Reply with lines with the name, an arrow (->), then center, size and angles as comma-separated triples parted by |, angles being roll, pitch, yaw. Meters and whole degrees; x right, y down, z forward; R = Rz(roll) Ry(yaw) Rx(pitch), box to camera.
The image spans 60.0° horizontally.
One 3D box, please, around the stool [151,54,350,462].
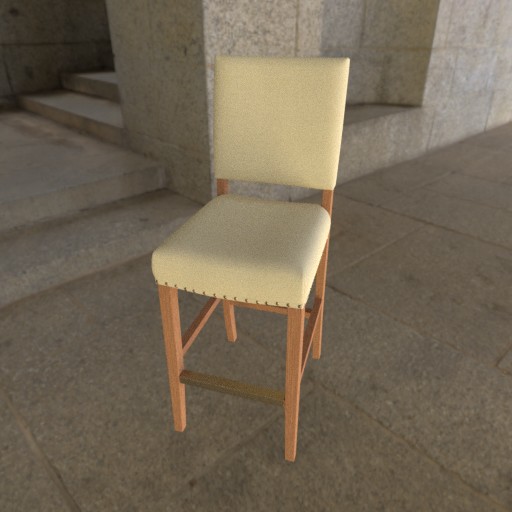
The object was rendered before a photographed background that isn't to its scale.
stool -> 0.000, 0.000, 1.457 | 0.445, 1.168, 0.584 | 8, 29, 15
